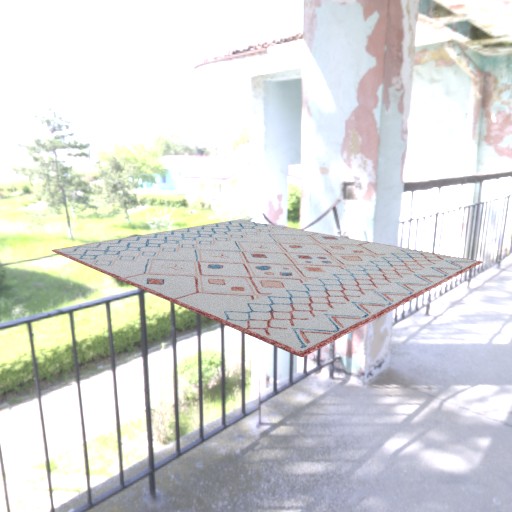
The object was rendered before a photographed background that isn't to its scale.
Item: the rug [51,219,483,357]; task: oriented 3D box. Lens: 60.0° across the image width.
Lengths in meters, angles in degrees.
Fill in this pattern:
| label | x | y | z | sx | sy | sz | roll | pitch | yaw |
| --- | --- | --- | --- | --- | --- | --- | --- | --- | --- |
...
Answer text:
| label | x | y | z | sx | sy | sz | roll | pitch | yaw |
| --- | --- | --- | --- | --- | --- | --- | --- | --- | --- |
| rug | 0.000 | 0.000 | 3.993 | 3.050 | 0.016 | 2.441 | 14 | 20 | 43 |
